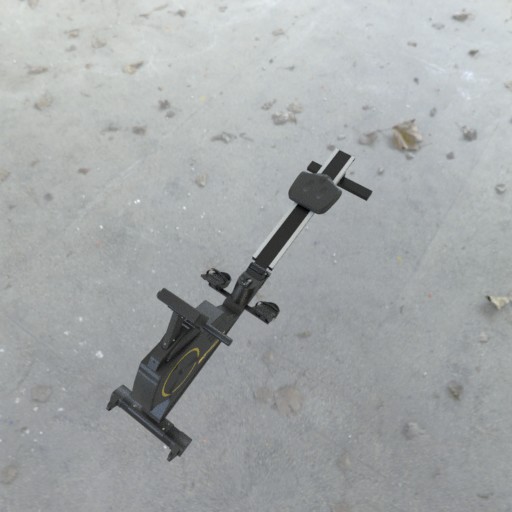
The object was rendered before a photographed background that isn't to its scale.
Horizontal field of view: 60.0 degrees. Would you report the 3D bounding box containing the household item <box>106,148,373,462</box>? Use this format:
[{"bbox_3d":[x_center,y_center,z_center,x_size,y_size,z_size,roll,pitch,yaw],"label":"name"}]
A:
[{"bbox_3d":[0.000,0.000,2.576,0.521,0.810,2.251,31,64,17],"label":"household item"}]
